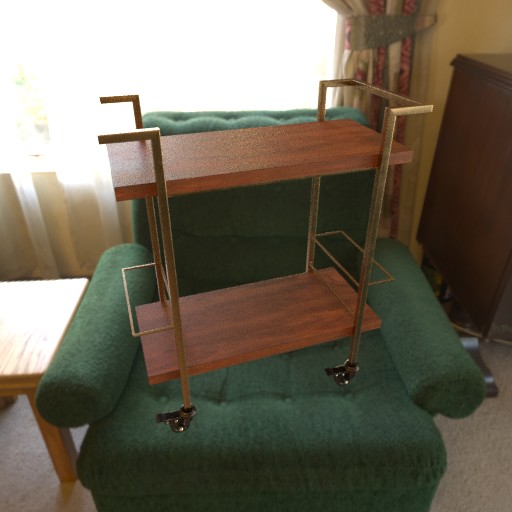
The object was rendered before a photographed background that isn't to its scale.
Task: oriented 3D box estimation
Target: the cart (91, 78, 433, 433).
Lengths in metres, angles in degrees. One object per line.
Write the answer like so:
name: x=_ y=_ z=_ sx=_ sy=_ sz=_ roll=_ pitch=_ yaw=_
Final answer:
cart: x=0.000 y=0.000 z=1.190 sx=0.695 sy=0.807 sz=0.364 roll=-10 pitch=33 yaw=-16
